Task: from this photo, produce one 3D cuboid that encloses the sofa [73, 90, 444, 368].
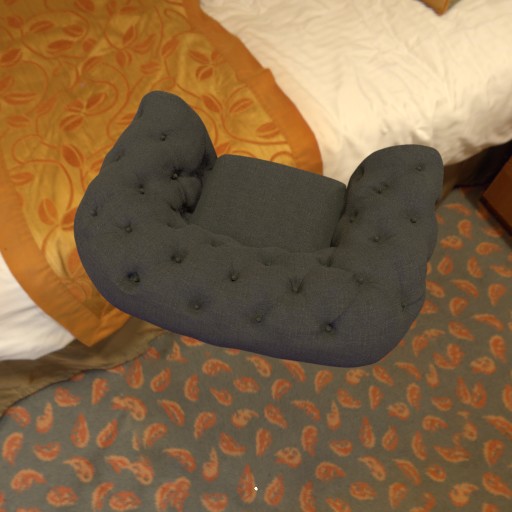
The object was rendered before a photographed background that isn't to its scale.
[{"bbox_3d":[0.000,0.000,2.042,1.405,0.878,1.032,15,63,8],"label":"sofa"}]
